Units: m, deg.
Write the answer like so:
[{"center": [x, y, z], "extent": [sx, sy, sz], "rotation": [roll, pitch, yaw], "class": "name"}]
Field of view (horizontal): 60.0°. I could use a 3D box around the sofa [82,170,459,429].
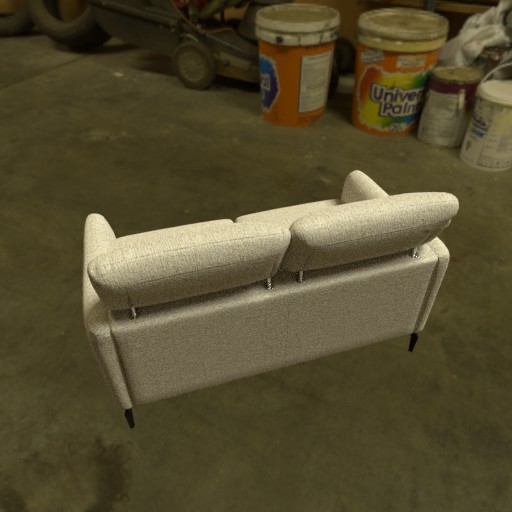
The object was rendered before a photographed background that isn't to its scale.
[{"center": [0.000, 0.000, 2.098], "extent": [1.540, 0.950, 0.905], "rotation": [-11, 42, -13], "class": "sofa"}]
